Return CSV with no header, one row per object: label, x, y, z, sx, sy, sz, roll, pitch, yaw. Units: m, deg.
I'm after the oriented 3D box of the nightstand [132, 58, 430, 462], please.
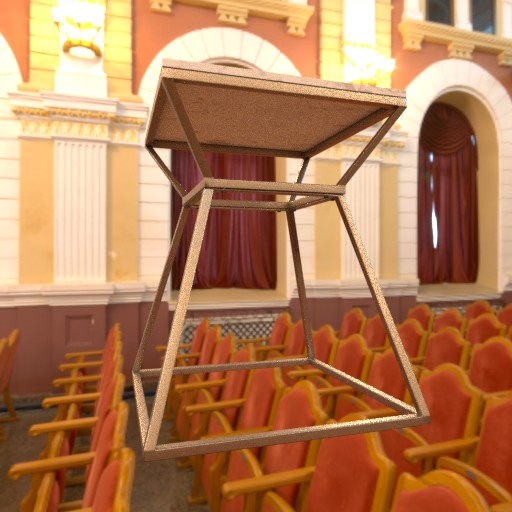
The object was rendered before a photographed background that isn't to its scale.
nightstand,0.000,0.000,0.875,0.455,0.554,0.455,0,-1,-17
